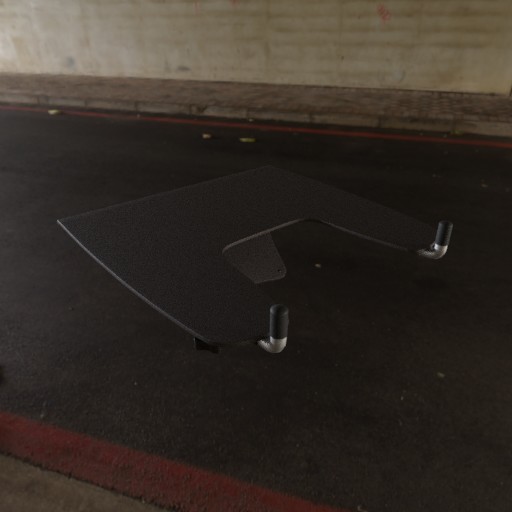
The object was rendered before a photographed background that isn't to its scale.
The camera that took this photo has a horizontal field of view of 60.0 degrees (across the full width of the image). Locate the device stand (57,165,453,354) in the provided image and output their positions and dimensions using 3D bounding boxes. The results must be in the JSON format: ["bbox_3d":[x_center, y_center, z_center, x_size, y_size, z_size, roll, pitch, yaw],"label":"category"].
[{"bbox_3d":[0.000,0.000,0.357,0.230,0.092,0.230,-22,36,-34],"label":"device stand"}]
